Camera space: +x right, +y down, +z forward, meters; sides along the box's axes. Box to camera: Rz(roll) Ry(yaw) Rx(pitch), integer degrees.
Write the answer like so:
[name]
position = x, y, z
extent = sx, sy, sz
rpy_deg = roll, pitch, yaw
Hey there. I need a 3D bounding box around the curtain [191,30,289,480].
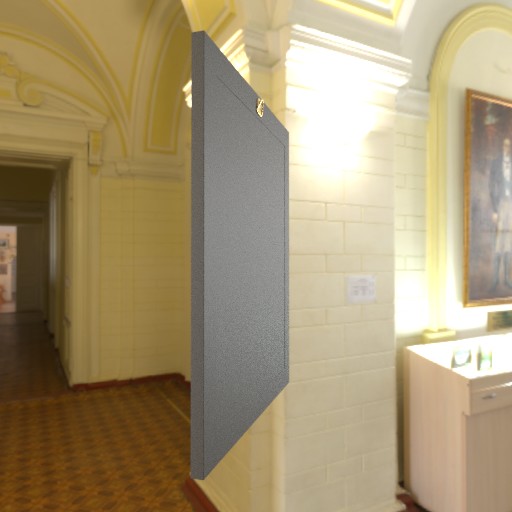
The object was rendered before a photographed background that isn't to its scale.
[curtain]
position = 0.000, 0.000, 0.808
extent = 0.027, 0.585, 0.483
rpy_deg = 0, -1, 17
